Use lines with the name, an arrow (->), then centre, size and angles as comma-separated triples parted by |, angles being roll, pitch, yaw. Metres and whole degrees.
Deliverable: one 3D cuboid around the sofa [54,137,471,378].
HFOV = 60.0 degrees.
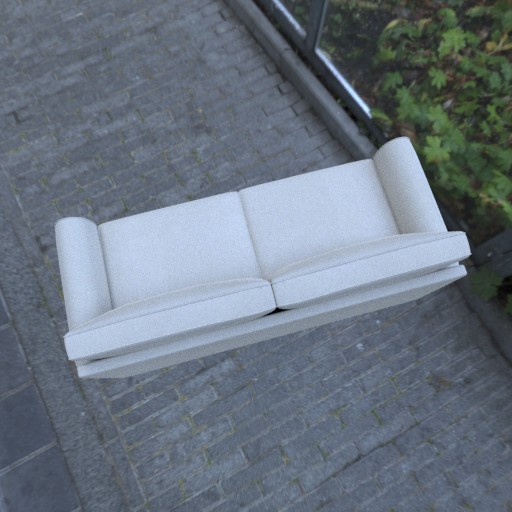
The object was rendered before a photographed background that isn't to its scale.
sofa -> 0.000, 0.000, 2.574 | 2.146, 0.962, 0.901 | -14, 75, -4
